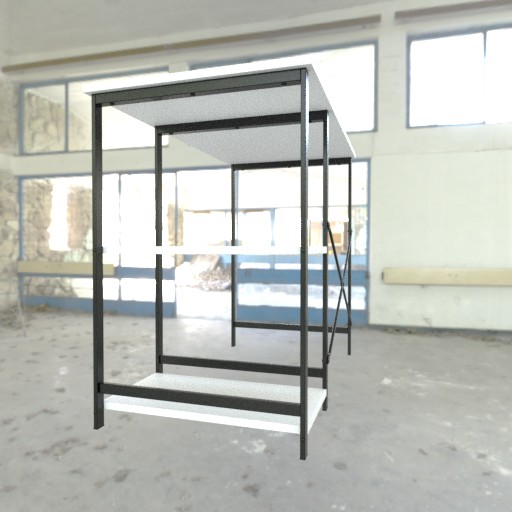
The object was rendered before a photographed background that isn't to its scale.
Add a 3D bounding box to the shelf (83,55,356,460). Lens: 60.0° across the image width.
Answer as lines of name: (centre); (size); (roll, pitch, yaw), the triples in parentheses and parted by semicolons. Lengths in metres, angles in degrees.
shelf: (0.000, 0.000, 1.316); (0.498, 0.750, 0.902); (0, 1, 18)
